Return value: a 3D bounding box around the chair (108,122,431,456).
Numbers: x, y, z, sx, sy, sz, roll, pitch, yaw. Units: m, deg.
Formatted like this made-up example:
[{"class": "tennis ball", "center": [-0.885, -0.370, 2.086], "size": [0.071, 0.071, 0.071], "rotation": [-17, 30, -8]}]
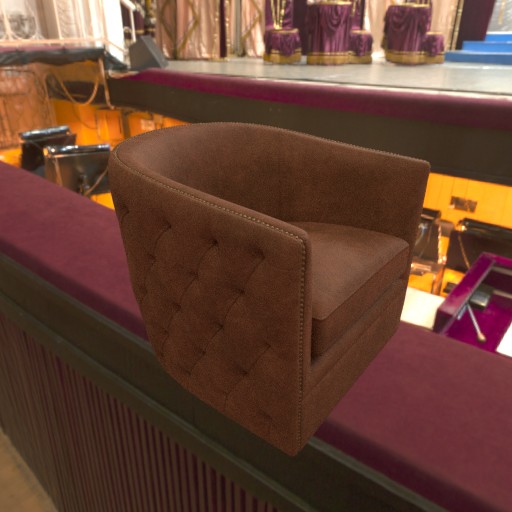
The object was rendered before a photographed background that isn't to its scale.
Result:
[{"class": "chair", "center": [0.000, 0.000, 1.554], "size": [0.870, 0.790, 0.850], "rotation": [19, 32, 33]}]
